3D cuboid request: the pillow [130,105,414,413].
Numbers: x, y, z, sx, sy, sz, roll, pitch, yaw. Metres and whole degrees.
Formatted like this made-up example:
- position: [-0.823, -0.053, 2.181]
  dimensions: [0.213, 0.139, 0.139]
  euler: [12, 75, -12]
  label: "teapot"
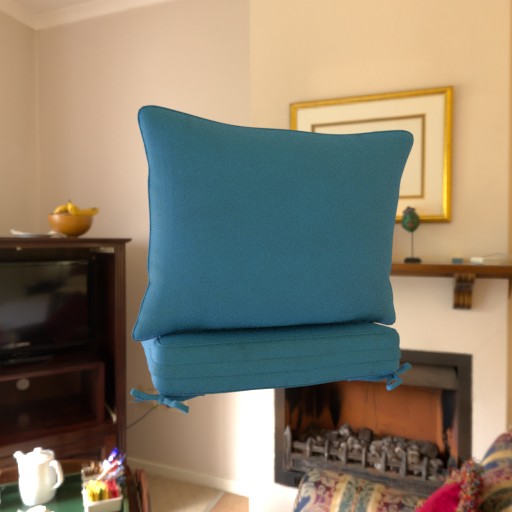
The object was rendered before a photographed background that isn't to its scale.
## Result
- position: [0.000, 0.000, 1.426]
  dimensions: [0.798, 0.725, 0.733]
  euler: [0, 1, -18]
  label: "pillow"
